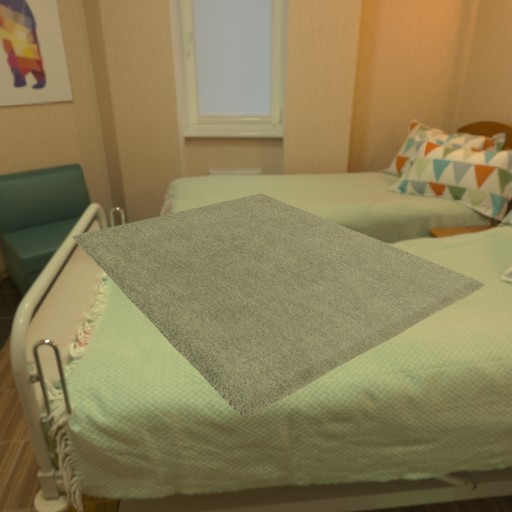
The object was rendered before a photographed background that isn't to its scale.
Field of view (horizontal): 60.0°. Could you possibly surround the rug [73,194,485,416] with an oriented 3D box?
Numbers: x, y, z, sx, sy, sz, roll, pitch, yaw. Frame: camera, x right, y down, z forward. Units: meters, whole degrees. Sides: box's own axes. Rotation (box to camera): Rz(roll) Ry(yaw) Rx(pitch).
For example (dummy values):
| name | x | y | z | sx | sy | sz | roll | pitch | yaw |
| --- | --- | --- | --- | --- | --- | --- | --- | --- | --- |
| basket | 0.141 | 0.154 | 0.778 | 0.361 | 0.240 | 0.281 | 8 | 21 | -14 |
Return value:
| name | x | y | z | sx | sy | sz | roll | pitch | yaw |
| --- | --- | --- | --- | --- | --- | --- | --- | --- | --- |
| rug | 0.000 | 0.000 | 3.868 | 2.332 | 0.027 | 2.933 | -18 | 31 | -33 |
